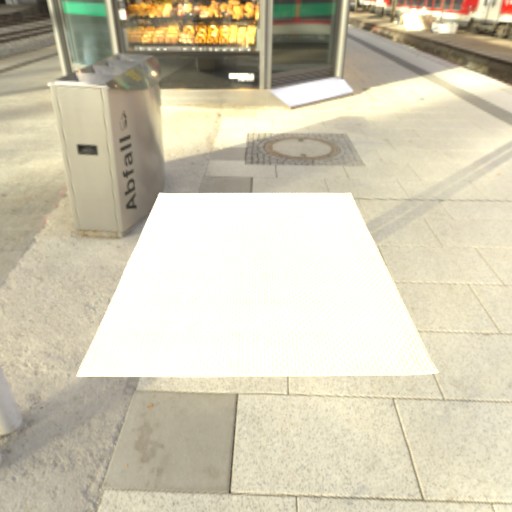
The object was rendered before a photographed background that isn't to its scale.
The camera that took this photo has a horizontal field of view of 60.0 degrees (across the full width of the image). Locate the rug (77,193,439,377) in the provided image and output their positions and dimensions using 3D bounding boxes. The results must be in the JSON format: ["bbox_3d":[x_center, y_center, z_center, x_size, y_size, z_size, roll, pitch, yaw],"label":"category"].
[{"bbox_3d":[0.000,0.000,4.012,2.277,0.035,2.897,0,31,0],"label":"rug"}]
